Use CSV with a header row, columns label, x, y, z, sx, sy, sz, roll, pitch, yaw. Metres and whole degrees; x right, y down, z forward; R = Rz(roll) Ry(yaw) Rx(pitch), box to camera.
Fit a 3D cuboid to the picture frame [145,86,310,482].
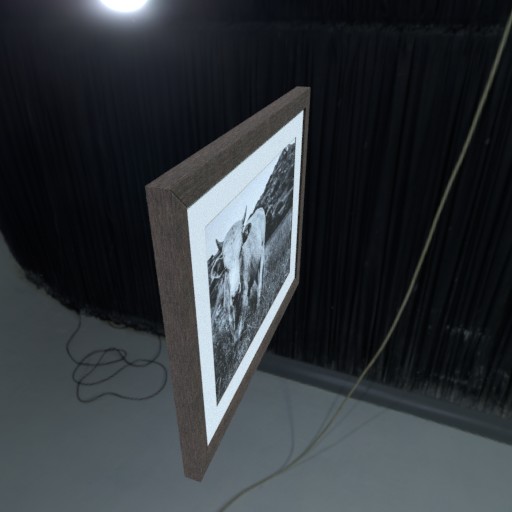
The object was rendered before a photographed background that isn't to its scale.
label,x,y,z,sx,sy,sz,roll,pitch,yaw
picture frame,0.000,0.000,0.752,0.026,0.455,0.546,10,32,17
